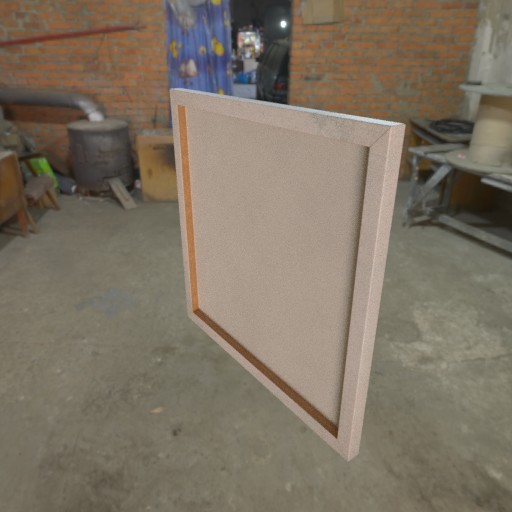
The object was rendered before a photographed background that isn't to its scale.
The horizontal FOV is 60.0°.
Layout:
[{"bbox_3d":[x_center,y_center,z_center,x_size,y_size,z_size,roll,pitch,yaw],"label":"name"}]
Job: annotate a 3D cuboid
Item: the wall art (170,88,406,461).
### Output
[{"bbox_3d":[0.000,0.000,1.150,0.038,0.762,0.762,-18,31,-33],"label":"wall art"}]
